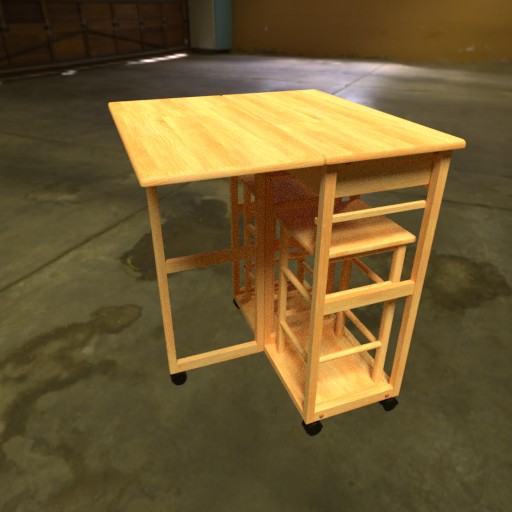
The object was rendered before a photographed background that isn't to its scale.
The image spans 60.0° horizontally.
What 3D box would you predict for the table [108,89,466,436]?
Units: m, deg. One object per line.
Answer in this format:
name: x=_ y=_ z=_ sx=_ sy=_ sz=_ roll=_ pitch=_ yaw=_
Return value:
table: x=0.000 y=0.000 z=1.358 sx=0.693 sy=0.832 sz=0.752 roll=-10 pitch=31 yaw=-18
